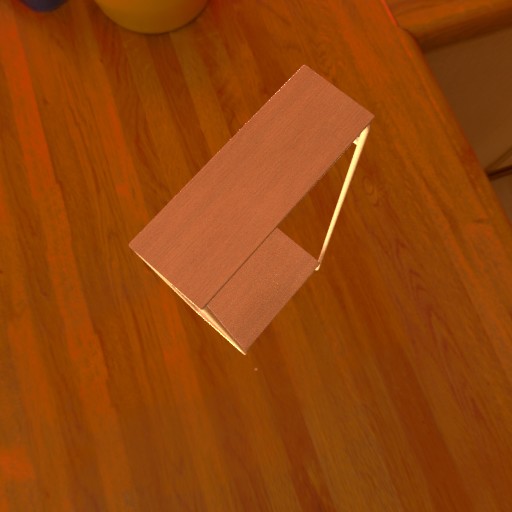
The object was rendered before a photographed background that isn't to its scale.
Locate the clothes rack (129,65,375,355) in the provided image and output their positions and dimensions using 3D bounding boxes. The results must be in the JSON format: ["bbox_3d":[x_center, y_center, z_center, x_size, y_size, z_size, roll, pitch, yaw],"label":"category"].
[{"bbox_3d":[0.000,0.000,1.791,0.400,1.512,0.640,40,79,9],"label":"clothes rack"}]
